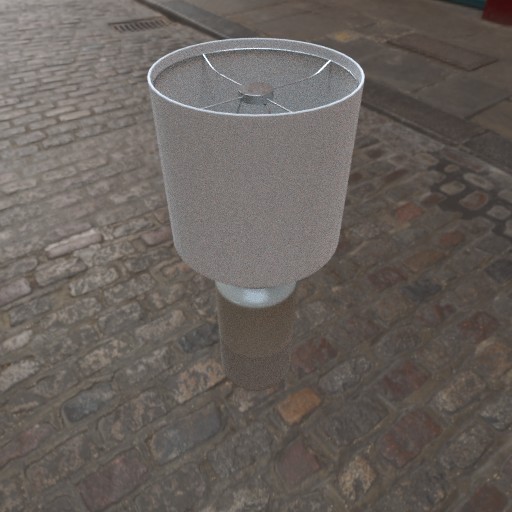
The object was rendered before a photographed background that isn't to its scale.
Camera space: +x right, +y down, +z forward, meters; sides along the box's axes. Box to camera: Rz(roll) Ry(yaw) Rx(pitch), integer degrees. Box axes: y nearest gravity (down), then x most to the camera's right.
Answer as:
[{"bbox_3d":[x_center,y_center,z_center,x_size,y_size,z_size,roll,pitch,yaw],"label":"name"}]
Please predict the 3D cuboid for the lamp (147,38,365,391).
[{"bbox_3d":[0.000,0.000,0.602,0.212,0.493,0.212,-26,48,-26],"label":"lamp"}]
